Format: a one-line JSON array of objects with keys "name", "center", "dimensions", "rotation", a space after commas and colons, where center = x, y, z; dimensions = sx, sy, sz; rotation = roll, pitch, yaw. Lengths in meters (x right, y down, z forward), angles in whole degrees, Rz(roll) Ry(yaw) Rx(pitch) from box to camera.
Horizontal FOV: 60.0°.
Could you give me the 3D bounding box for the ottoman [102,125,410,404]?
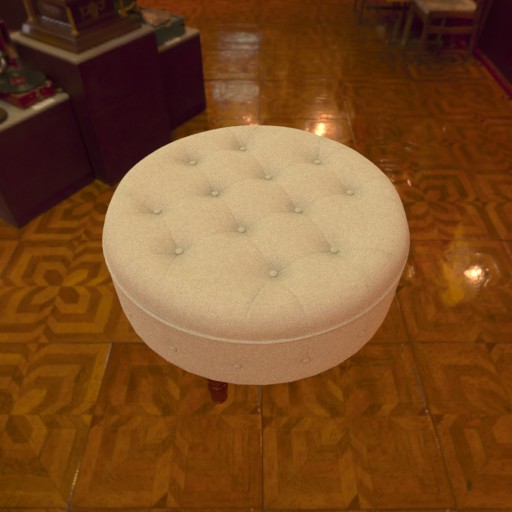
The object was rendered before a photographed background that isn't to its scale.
[{"name": "ottoman", "center": [0.000, 0.000, 1.376], "dimensions": [0.849, 0.478, 0.849], "rotation": [0, 46, 0]}]
